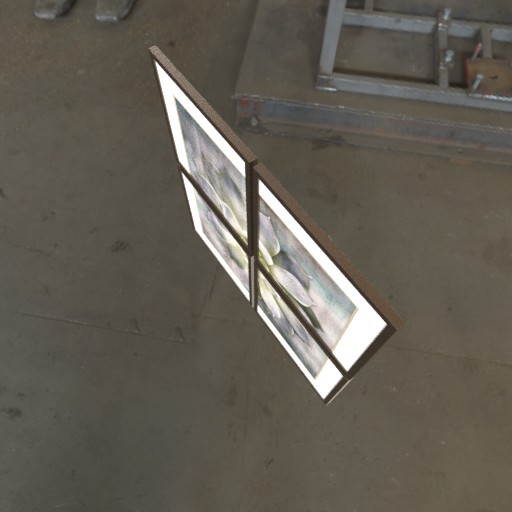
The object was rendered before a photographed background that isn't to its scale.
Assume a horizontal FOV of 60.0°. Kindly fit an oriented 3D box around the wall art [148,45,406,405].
[{"bbox_3d":[0.000,0.000,1.555,0.030,1.032,1.032,-32,68,-15],"label":"wall art"}]
